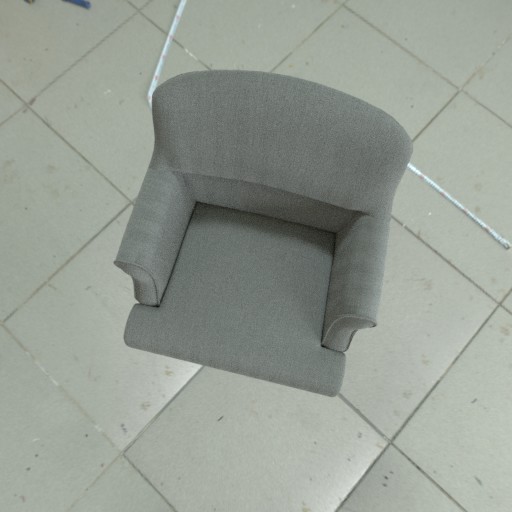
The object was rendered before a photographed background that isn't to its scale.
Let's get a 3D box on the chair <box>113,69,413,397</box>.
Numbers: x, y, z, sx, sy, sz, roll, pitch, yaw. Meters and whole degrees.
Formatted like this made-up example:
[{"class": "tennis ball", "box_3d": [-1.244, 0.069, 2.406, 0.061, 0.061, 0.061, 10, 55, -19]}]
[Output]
[{"class": "chair", "box_3d": [0.000, 0.000, 1.453, 0.772, 0.880, 0.755, 13, 75, 3]}]
